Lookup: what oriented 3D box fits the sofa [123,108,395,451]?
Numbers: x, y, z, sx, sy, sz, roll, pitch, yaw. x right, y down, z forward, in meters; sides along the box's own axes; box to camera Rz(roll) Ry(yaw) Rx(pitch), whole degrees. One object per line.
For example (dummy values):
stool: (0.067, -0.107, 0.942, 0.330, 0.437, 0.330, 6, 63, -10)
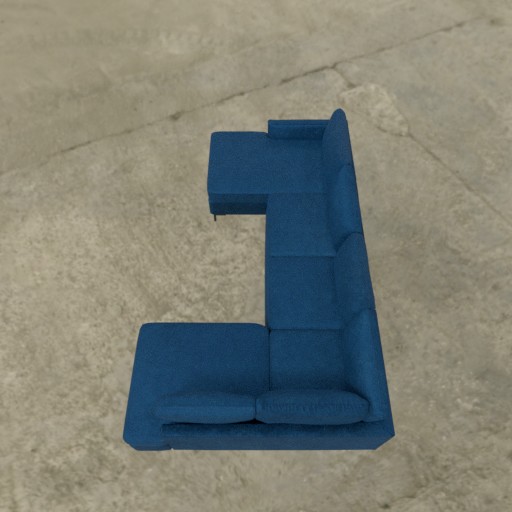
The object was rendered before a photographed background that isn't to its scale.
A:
sofa: (0.000, 0.000, 4.319, 2.055, 0.992, 3.434, 0, 58, 0)
